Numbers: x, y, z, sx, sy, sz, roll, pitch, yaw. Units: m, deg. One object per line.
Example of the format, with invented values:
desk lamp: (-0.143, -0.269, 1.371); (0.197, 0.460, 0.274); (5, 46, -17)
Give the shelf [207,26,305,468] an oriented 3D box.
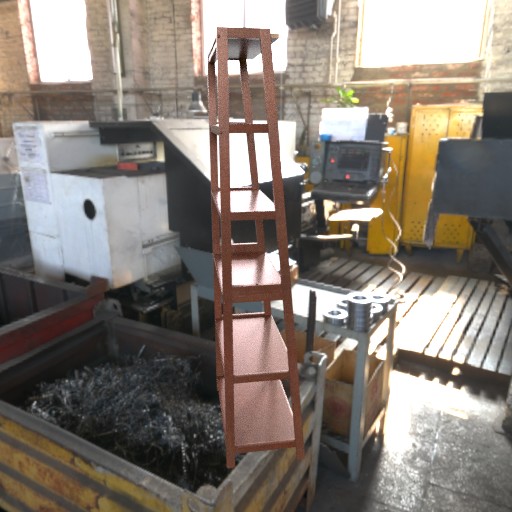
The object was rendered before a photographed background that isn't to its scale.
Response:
shelf: (0.000, 0.000, 2.160); (0.382, 1.892, 0.660); (-3, 18, -9)
